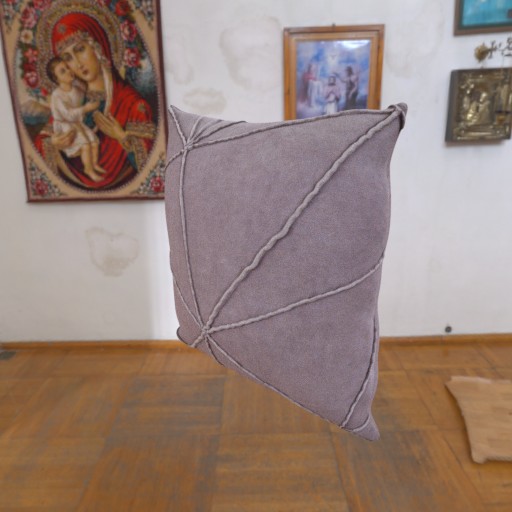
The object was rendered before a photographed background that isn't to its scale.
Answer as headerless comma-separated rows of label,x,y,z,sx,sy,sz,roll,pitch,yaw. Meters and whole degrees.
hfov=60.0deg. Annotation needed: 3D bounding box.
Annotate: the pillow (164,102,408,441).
pillow,0.000,0.000,0.668,0.439,0.440,0.185,16,23,42
